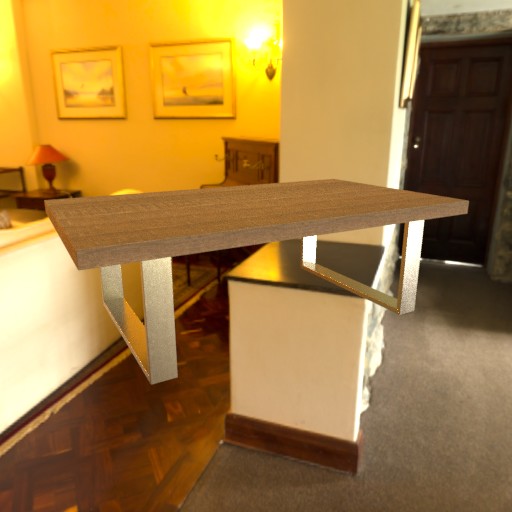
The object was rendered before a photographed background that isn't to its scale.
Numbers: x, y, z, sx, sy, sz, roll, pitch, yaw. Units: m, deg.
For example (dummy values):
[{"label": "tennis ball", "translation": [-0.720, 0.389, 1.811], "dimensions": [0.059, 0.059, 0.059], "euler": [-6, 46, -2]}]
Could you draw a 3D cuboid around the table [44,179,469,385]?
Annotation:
[{"label": "table", "translation": [0.000, 0.000, 1.744], "dimensions": [1.400, 0.440, 0.800], "euler": [-9, 19, -28]}]
